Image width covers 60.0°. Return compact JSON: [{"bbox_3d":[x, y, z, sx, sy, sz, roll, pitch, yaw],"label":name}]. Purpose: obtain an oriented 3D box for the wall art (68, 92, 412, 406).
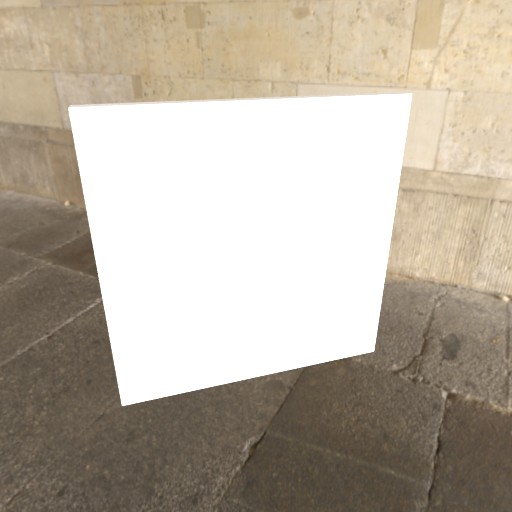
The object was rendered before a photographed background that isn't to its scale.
[{"bbox_3d":[0.000,0.000,1.132,0.762,0.762,0.040,-8,28,-16],"label":"wall art"}]
